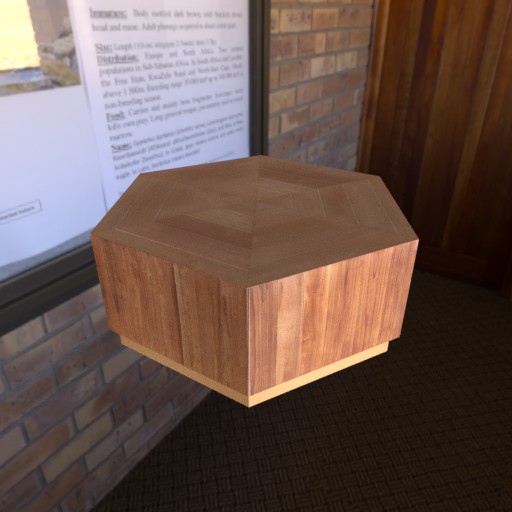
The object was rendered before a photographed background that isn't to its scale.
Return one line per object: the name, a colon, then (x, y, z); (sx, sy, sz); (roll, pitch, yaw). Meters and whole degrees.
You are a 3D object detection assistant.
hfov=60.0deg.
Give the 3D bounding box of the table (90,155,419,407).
table: (0.000, 0.000, 1.707); (1.000, 0.456, 1.154); (1, 29, 2)
